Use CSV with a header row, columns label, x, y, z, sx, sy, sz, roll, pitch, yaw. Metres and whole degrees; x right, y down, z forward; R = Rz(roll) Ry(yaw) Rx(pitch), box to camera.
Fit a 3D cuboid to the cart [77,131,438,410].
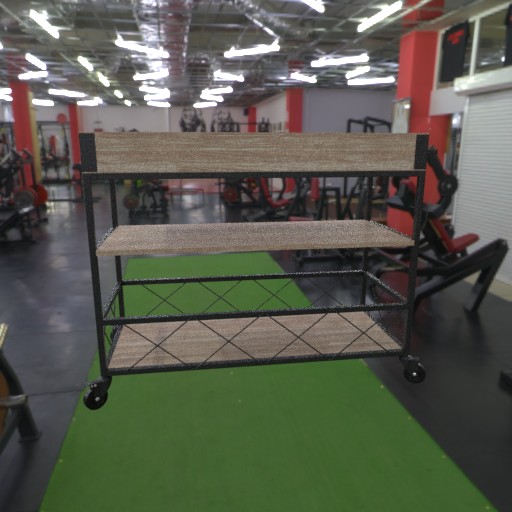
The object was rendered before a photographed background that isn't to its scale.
label,x,y,z,sx,sy,sz,roll,pitch,yaw
cart,0.000,0.000,1.488,1.101,0.787,0.500,-2,14,-8
